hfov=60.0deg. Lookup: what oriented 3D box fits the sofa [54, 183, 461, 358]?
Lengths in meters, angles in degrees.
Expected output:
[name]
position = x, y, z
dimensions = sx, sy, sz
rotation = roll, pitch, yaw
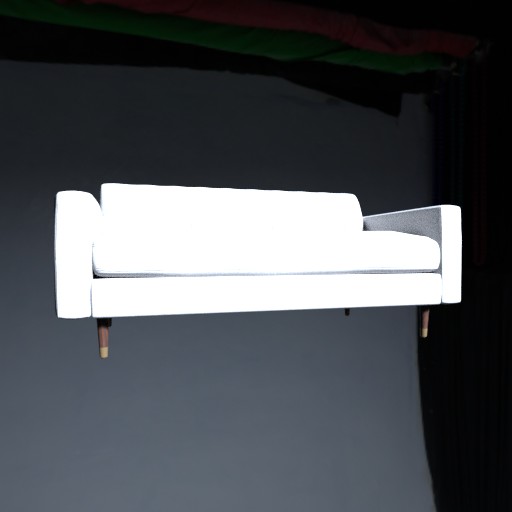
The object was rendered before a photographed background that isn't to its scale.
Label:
[sofa]
position = 0.000, 0.000, 2.379
dimensions = 1.895, 0.814, 0.969
rotation = 0, 0, -17
